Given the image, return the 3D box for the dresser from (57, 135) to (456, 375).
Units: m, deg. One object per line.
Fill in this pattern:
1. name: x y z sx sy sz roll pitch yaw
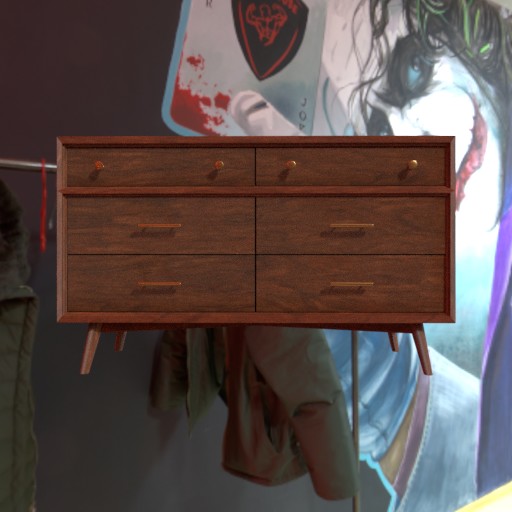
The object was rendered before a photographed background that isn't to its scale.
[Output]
1. dresser: 0.000 0.000 1.865 1.472 0.889 0.500 0 0 1
